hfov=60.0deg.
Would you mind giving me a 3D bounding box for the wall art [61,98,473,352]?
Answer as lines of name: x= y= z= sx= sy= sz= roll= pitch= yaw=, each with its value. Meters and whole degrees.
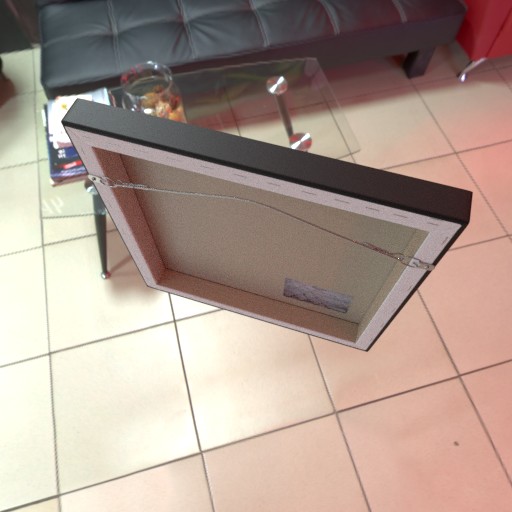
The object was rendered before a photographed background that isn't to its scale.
wall art: x=0.000 y=0.000 z=0.604 sx=0.406 sy=0.407 sz=0.041 roll=15 pitch=63 yaw=8
